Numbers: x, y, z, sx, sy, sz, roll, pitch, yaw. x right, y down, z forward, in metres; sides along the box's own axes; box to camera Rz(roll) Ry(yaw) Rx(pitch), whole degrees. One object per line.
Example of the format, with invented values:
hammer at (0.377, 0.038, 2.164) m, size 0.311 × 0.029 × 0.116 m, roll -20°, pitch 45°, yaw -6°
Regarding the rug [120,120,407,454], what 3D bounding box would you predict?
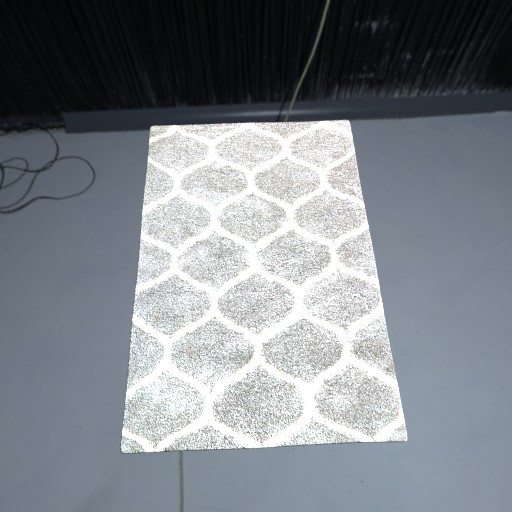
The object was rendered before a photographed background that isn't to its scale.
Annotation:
rug at (0.000, 0.000, 3.385) m, size 1.801 × 0.026 × 2.701 m, roll -2°, pitch 63°, yaw -1°
